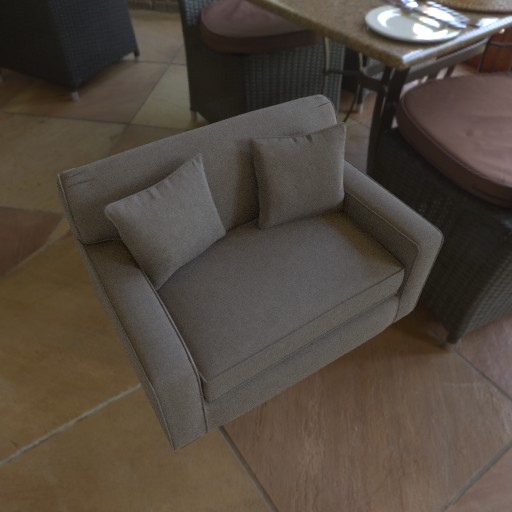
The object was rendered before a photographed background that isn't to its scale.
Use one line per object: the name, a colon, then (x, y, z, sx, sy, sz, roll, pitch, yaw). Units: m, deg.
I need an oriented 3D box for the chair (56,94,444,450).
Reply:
chair: (0.000, 0.000, 2.066, 1.395, 0.953, 0.992, -24, 51, -21)
